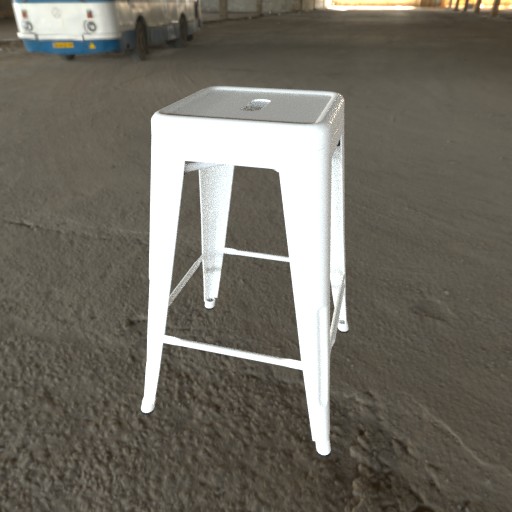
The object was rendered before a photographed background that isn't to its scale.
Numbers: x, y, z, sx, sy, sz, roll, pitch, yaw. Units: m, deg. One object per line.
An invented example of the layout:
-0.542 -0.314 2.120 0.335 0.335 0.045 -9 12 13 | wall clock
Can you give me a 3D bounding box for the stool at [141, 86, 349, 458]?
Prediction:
0.000 0.000 0.909 0.406 0.610 0.406 8 31 13 | stool
